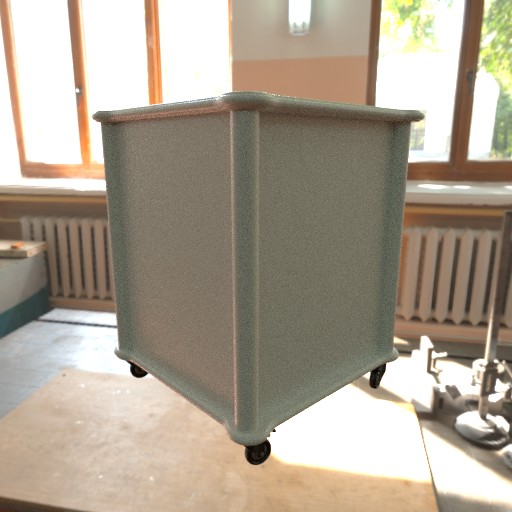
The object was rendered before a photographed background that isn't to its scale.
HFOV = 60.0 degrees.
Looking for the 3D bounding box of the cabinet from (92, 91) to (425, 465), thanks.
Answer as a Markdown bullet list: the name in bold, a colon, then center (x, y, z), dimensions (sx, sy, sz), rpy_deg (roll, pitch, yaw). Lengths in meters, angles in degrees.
- **cabinet**: center (0.000, 0.000, 1.221), dimensions (0.627, 0.761, 0.628), rpy_deg (-12, 18, -42)
